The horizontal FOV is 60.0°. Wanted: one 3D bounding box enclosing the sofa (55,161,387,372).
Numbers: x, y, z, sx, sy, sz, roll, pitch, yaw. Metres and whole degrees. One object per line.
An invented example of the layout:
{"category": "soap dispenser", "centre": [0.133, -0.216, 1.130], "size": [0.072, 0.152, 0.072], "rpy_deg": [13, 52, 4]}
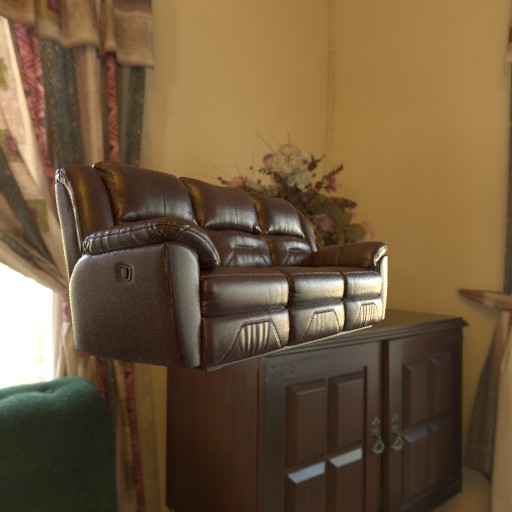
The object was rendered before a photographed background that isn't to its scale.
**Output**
{"category": "sofa", "centre": [0.000, 0.000, 2.881], "size": [0.991, 1.043, 2.337], "rpy_deg": [-1, -2, 37]}
